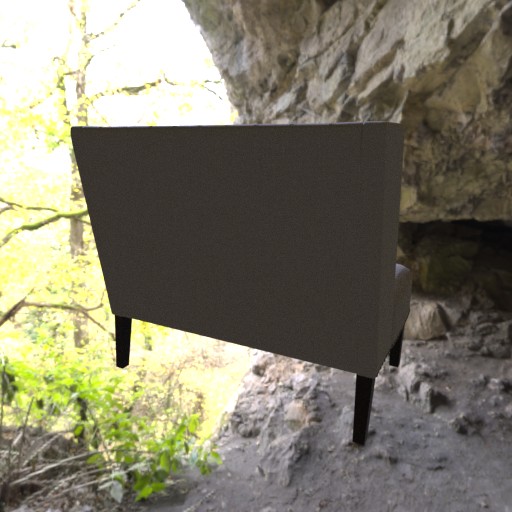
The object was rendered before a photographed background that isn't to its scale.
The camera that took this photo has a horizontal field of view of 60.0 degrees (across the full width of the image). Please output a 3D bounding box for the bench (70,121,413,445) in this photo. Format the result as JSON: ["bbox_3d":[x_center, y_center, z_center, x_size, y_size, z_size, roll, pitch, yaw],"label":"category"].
[{"bbox_3d":[0.000,0.000,1.999,1.280,1.123,0.847,8,17,27],"label":"bench"}]
